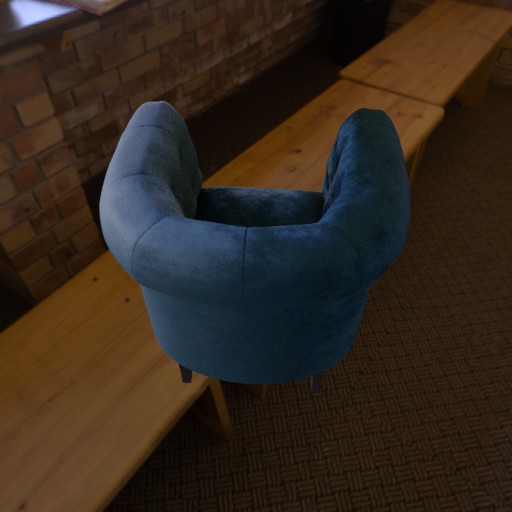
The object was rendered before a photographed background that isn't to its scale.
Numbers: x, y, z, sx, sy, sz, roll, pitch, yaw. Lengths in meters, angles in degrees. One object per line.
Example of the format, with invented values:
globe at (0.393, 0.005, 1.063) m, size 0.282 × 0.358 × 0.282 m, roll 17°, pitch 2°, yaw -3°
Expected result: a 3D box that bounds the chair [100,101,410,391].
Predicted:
chair at (0.000, 0.000, 1.543) m, size 0.904 × 0.826 × 0.851 m, roll 3°, pitch 47°, yaw 3°
